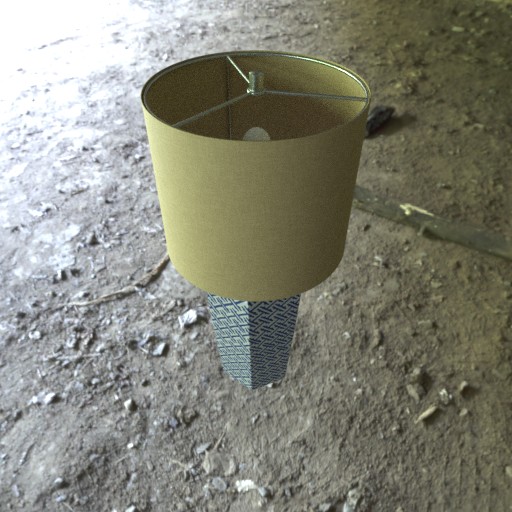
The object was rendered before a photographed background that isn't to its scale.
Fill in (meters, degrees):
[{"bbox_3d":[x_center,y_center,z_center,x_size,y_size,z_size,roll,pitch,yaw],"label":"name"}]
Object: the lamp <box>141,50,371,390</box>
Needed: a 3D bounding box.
[{"bbox_3d":[0.000,0.000,0.840,0.320,0.682,0.320,-12,44,-13],"label":"lamp"}]
